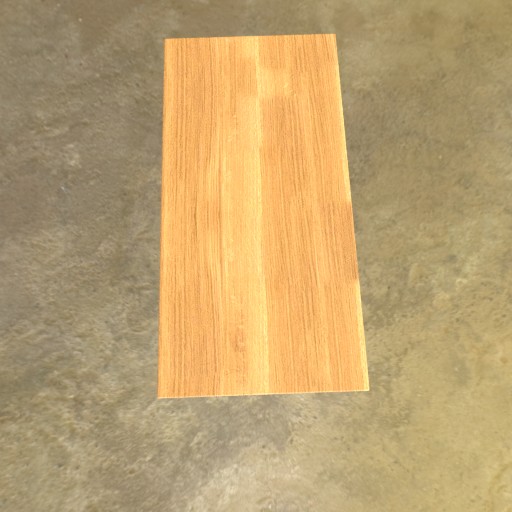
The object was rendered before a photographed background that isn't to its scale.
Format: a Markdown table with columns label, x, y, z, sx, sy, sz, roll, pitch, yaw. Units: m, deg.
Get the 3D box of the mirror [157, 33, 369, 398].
| label | x | y | z | sx | sy | sz | roll | pitch | yaw |
| --- | --- | --- | --- | --- | --- | --- | --- | --- | --- |
| mirror | 0.000 | 0.000 | 1.416 | 0.400 | 1.000 | 0.800 | -2 | 75 | -1 |
